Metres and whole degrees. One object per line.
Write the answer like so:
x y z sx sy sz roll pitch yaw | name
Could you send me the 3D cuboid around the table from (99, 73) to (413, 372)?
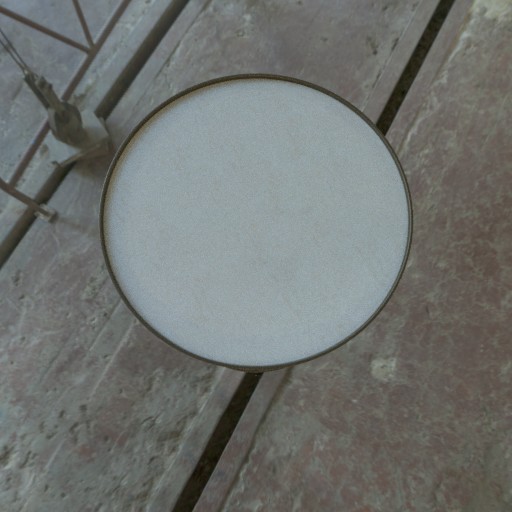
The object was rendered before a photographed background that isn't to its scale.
0.000 0.000 0.950 0.480 0.565 0.480 0 75 0 | table
